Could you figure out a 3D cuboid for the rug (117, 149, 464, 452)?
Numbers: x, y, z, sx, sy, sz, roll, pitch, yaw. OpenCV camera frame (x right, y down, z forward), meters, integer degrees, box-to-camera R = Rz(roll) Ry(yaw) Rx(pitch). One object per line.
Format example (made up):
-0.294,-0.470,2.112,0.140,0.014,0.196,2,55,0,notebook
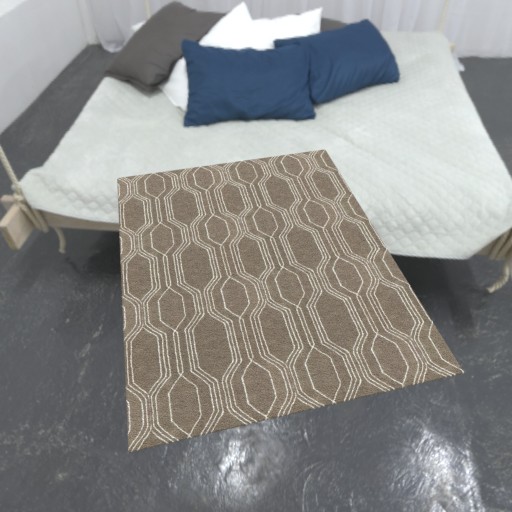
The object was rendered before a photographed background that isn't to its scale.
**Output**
0.000,0.000,4.129,2.457,0.012,3.062,-10,47,-9,rug
